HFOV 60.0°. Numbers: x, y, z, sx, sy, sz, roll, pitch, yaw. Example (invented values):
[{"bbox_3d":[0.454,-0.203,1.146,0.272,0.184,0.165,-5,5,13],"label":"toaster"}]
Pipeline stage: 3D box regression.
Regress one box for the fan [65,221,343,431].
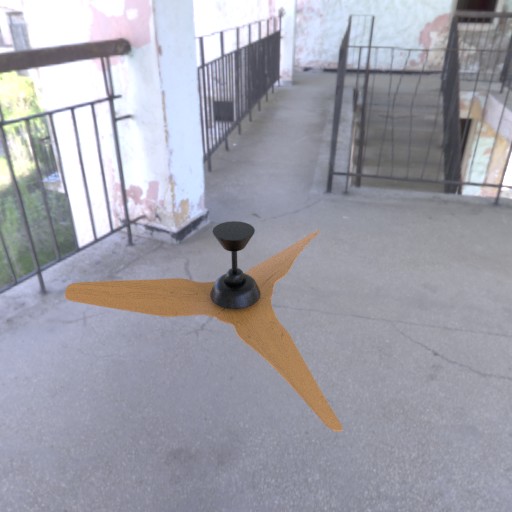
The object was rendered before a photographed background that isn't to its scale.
[{"bbox_3d":[0.000,0.000,1.714,1.142,0.355,1.010,18,35,28],"label":"fan"}]
